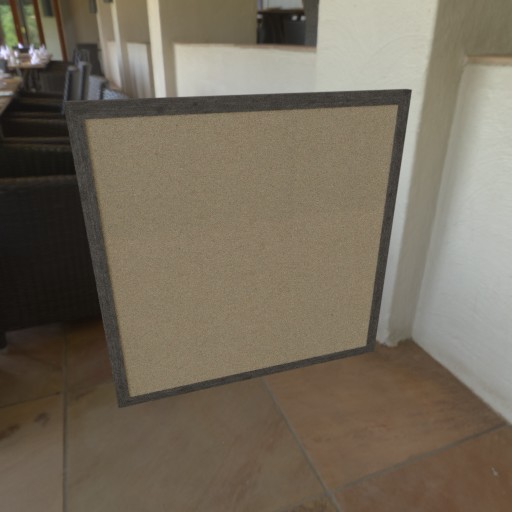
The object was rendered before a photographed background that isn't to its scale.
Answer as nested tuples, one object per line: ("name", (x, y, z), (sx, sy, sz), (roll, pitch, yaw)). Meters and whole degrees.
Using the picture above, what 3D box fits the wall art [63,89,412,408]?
("wall art", (0.000, 0.000, 0.664), (0.457, 0.457, 0.013), (-8, 27, -16))
